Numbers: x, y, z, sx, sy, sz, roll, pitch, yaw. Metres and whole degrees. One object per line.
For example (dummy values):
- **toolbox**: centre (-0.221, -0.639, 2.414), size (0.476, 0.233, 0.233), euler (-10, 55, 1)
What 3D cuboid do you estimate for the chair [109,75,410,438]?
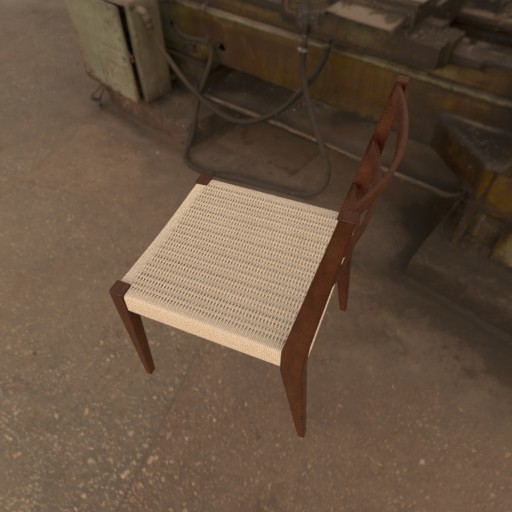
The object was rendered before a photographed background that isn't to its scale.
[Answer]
- **chair**: centre (0.000, 0.000, 1.119), size (0.551, 0.813, 0.480), euler (17, 50, 15)
